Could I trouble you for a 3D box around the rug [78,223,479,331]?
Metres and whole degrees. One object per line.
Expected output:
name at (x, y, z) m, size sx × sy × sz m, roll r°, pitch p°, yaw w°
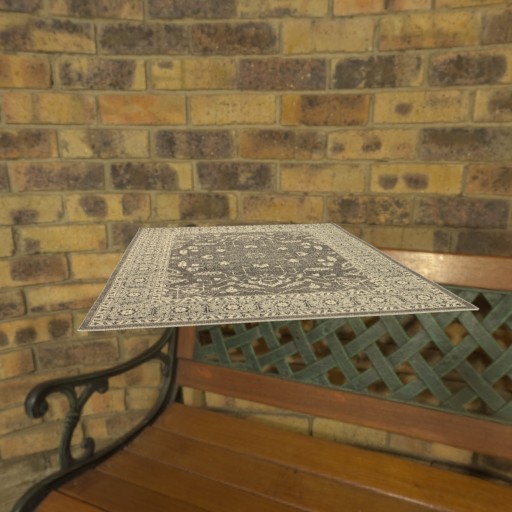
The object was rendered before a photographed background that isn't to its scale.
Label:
rug at (0.000, 0.000, 4.113) m, size 2.451 × 0.026 × 3.069 m, roll -2°, pitch 15°, yaw -8°
